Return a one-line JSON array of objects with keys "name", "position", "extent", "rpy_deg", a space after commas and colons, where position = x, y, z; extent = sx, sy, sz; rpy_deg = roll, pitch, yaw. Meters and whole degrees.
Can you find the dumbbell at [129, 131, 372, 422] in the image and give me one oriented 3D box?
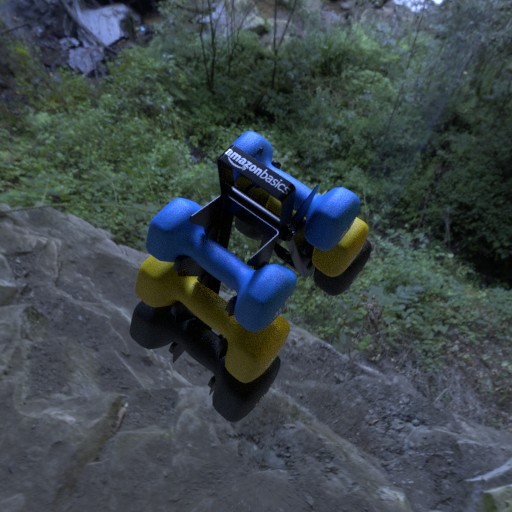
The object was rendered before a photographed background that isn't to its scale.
[{"name": "dumbbell", "position": [0.000, 0.000, 0.677], "extent": [0.255, 0.426, 0.409], "rpy_deg": [36, 69, 16]}]
